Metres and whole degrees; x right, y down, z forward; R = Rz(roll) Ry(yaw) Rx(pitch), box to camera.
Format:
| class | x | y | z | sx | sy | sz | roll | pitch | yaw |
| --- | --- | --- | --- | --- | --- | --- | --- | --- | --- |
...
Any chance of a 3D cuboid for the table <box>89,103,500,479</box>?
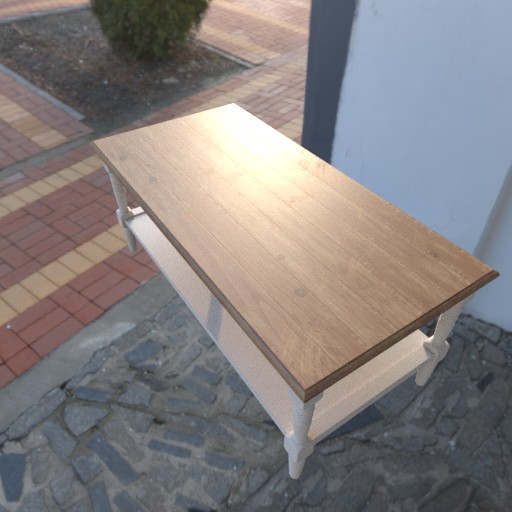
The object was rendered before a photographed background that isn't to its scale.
| class | x | y | z | sx | sy | sz | roll | pitch | yaw |
| --- | --- | --- | --- | --- | --- | --- | --- | --- | --- |
| table | 0.000 | 0.000 | 1.361 | 0.559 | 0.458 | 1.118 | -24 | 47 | -25 |
